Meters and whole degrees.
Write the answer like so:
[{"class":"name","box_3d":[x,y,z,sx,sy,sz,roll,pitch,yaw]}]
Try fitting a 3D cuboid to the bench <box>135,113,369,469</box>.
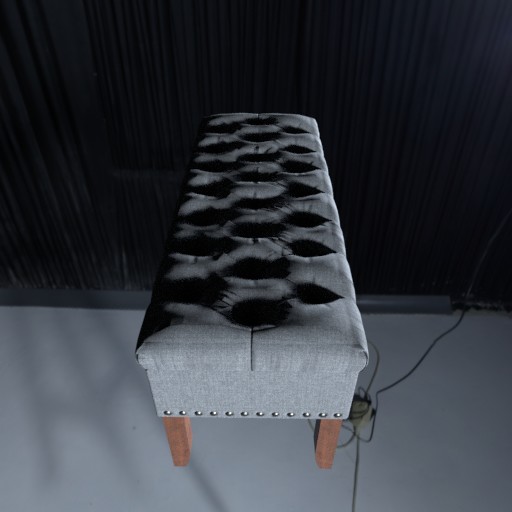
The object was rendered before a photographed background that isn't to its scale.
[{"class":"bench","box_3d":[0.000,0.000,1.296,0.417,0.470,1.052,1,39,1]}]
